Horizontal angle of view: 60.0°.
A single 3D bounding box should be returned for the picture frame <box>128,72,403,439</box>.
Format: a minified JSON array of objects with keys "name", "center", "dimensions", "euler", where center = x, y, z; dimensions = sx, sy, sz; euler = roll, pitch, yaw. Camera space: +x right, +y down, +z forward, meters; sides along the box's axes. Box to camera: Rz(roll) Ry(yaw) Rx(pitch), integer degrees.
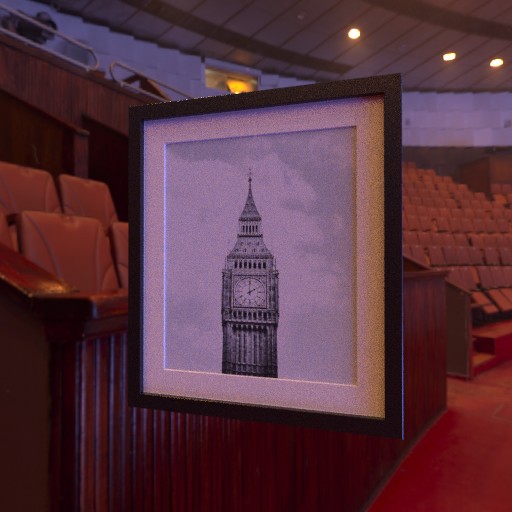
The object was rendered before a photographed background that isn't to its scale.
[{"name":"picture frame","center":[0.000,0.000,0.523],"dimensions":[0.328,0.378,0.034],"euler":[0,-1,18]}]
